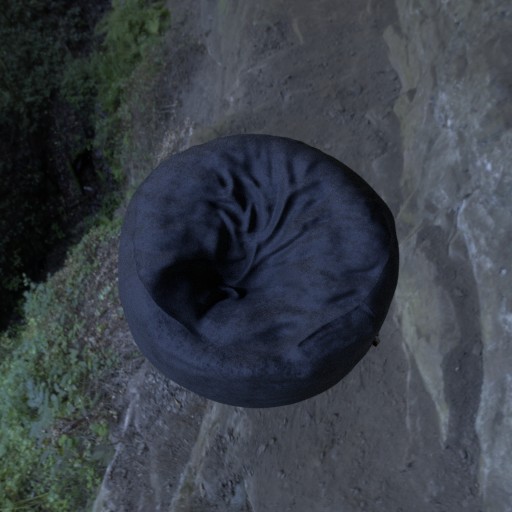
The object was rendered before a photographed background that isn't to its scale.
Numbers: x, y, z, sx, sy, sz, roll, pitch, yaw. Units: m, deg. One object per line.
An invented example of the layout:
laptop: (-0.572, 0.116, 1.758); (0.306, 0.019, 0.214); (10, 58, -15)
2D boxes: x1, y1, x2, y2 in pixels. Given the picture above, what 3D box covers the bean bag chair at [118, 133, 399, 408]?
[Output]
bean bag chair: (0.000, 0.000, 2.428); (1.525, 0.751, 1.525); (0, 60, 0)
